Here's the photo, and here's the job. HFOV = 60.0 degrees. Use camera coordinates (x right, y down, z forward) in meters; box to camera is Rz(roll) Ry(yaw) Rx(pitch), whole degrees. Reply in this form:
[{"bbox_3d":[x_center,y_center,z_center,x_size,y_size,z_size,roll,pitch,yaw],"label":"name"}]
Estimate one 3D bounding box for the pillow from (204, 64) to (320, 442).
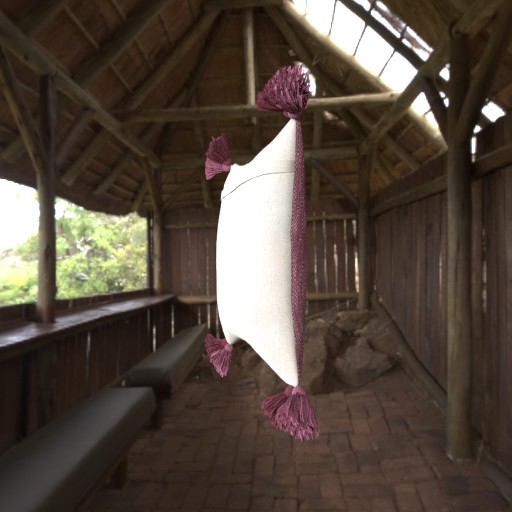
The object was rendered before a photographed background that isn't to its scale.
[{"bbox_3d":[0.000,0.000,0.987,0.138,0.659,0.641,0,0,-17],"label":"pillow"}]
